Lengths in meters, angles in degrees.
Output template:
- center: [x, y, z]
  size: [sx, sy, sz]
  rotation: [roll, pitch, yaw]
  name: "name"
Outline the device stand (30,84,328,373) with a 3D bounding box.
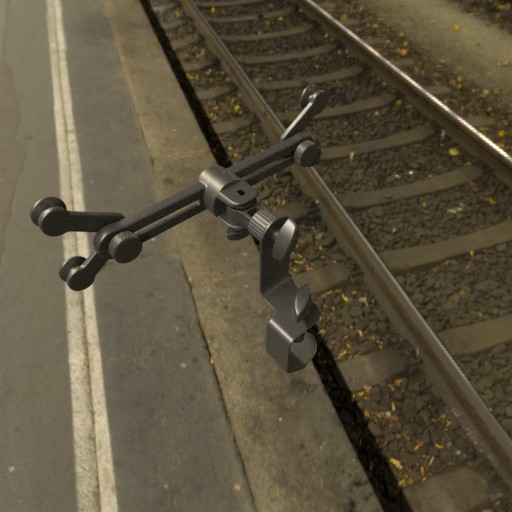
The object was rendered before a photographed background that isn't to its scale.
- center: [0.000, 0.000, 0.367]
  size: [0.270, 0.166, 0.142]
  rotation: [-32, 54, -26]
  name: "device stand"
